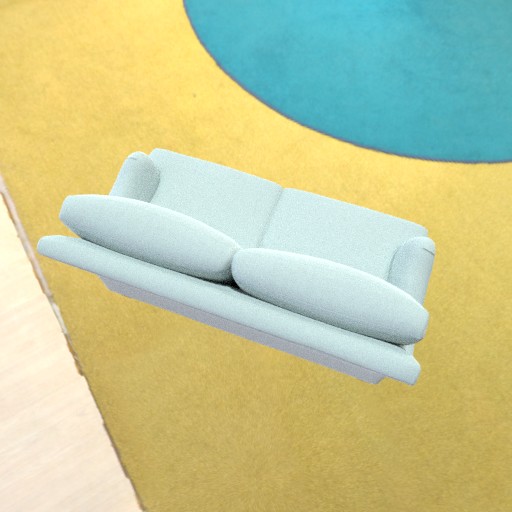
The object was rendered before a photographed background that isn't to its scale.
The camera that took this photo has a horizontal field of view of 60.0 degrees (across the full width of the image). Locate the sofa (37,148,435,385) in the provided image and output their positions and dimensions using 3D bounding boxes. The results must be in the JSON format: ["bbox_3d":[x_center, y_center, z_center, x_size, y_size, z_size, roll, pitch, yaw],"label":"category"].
[{"bbox_3d":[0.000,0.000,2.528,1.853,1.101,1.084,18,64,9],"label":"sofa"}]
